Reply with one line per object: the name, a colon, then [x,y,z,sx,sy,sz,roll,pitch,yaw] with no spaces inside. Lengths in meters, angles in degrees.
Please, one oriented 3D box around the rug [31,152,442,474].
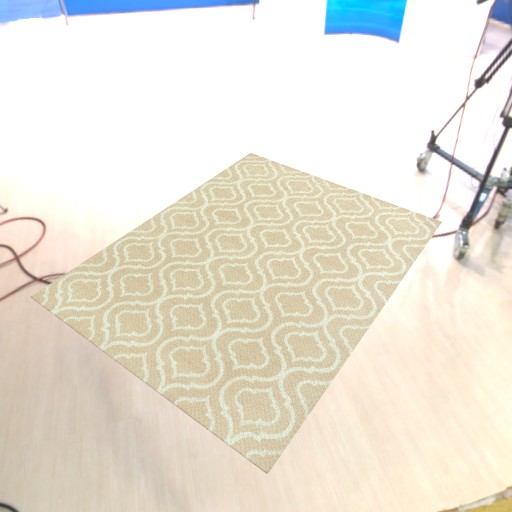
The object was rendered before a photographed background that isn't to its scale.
rug: [0.000,0.000,3.863,2.286,0.013,2.894,26,48,26]
